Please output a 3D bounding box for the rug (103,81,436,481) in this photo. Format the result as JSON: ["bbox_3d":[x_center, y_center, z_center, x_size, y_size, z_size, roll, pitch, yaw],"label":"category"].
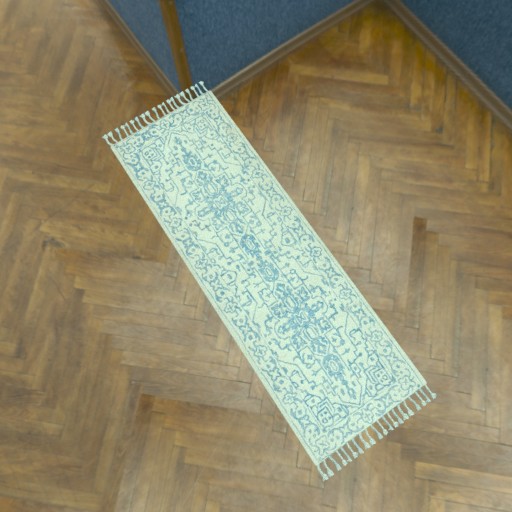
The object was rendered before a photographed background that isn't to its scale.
[{"bbox_3d":[0.000,0.000,2.654,0.774,0.011,2.449,-33,77,-9],"label":"rug"}]
